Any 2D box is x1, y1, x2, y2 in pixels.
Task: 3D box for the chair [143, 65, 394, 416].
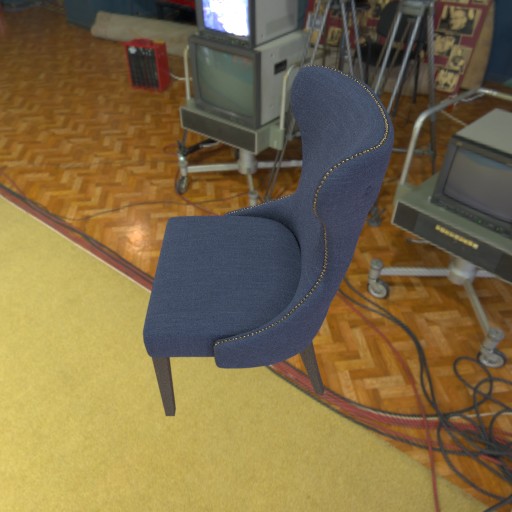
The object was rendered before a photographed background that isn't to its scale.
[{"bbox_3d":[0.000,0.000,1.364,0.635,0.967,0.628,-1,41,-1],"label":"chair"}]
